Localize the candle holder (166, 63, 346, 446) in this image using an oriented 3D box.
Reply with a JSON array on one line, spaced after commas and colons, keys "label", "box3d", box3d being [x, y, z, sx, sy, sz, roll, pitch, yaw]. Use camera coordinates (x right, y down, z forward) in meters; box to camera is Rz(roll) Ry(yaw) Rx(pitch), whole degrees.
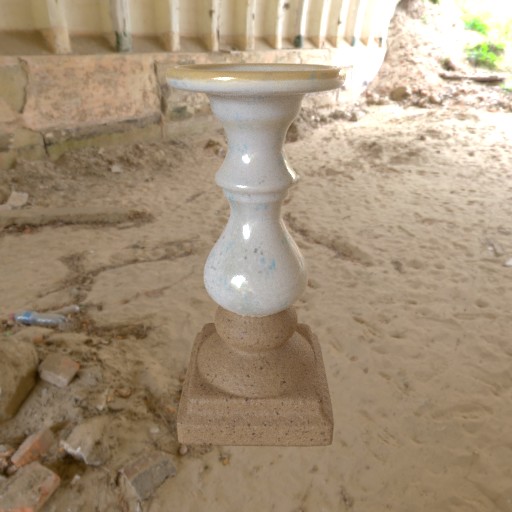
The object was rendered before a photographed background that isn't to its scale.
[{"label": "candle holder", "box3d": [0.000, 0.000, 0.304, 0.110, 0.239, 0.110, 0, 26, 1]}]
